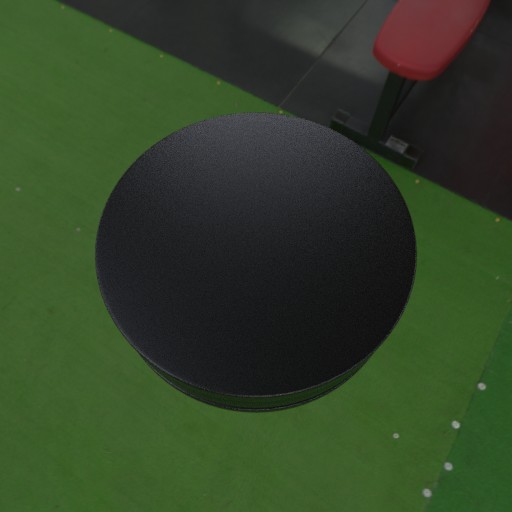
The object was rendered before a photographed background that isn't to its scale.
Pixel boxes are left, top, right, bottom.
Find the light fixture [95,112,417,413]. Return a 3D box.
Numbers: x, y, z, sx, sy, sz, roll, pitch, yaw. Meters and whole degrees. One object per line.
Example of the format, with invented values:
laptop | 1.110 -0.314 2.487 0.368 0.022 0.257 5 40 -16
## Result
light fixture | 0.000 0.000 0.432 0.283 0.097 0.283 0 64 0
